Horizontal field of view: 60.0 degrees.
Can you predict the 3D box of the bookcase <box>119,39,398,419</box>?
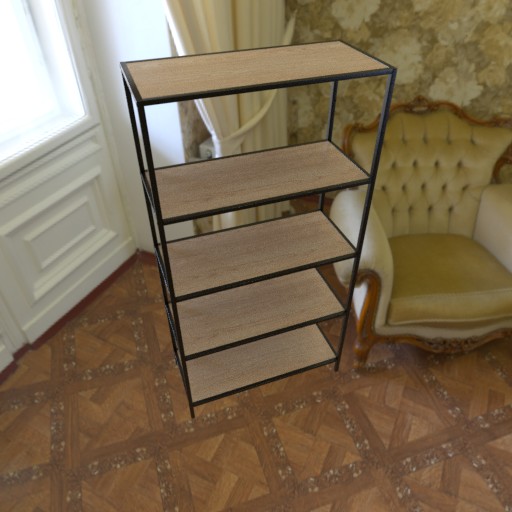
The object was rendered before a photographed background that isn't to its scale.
[{"bbox_3d":[0.000,0.000,1.819,0.770,1.500,0.350,-13,42,-15],"label":"bookcase"}]
